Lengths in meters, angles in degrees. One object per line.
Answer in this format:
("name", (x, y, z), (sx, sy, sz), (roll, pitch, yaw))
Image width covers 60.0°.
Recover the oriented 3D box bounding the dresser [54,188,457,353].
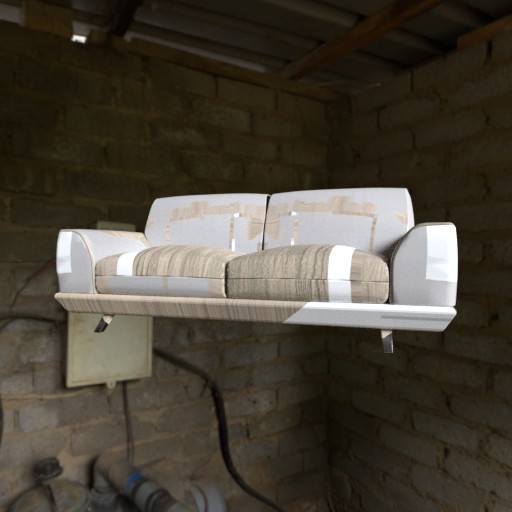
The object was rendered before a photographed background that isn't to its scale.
("dresser", (0.000, 0.000, 5.868), (4.679, 1.863, 2.251), (0, 1, 18))
